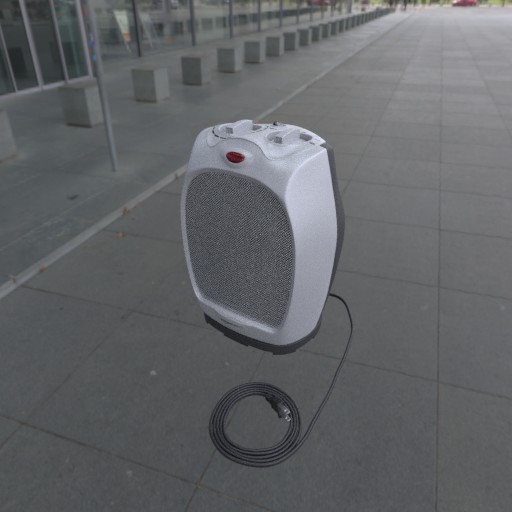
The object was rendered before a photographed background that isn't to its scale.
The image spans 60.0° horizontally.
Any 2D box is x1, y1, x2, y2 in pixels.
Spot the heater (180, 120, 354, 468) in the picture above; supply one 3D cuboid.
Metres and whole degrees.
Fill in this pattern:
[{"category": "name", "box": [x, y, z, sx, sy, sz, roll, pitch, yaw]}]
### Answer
[{"category": "heater", "box": [0.000, 0.000, 0.485, 0.239, 0.255, 0.291, 20, 36, 30]}]
